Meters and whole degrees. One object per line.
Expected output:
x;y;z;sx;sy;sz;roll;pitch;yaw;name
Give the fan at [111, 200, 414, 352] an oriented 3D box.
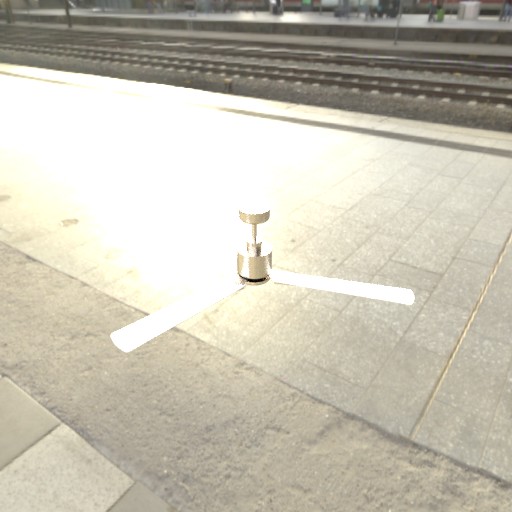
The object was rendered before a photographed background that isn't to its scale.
0.000;0.000;2.381;1.561;0.446;1.531;18;35;28;fan
